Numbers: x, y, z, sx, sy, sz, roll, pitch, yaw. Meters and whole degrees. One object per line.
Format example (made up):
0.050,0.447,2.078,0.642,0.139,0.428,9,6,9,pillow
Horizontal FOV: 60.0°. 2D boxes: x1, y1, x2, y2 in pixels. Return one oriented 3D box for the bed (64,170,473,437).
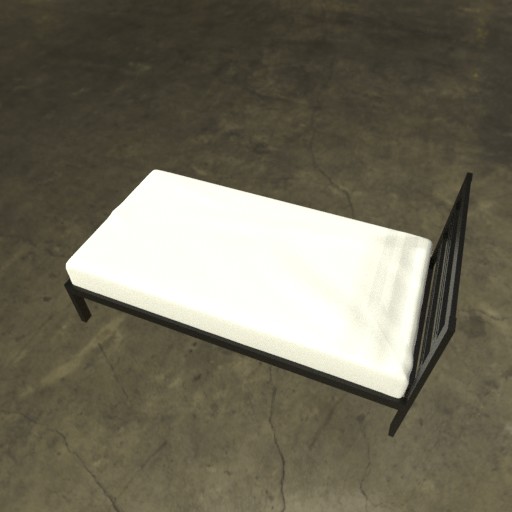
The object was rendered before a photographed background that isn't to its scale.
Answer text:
0.000,0.000,2.465,1.930,0.967,0.991,16,49,15,bed
